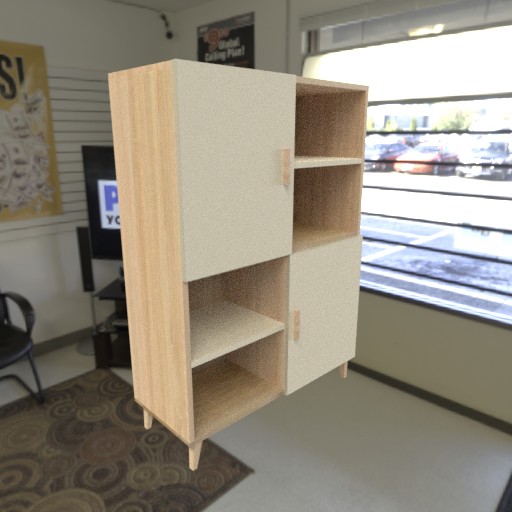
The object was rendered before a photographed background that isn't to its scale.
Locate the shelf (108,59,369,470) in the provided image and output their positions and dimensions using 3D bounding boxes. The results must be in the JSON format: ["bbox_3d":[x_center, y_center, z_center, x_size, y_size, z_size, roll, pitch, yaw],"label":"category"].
[{"bbox_3d":[0.000,0.000,1.888,0.995,1.405,0.434,-14,21,-42],"label":"shelf"}]
